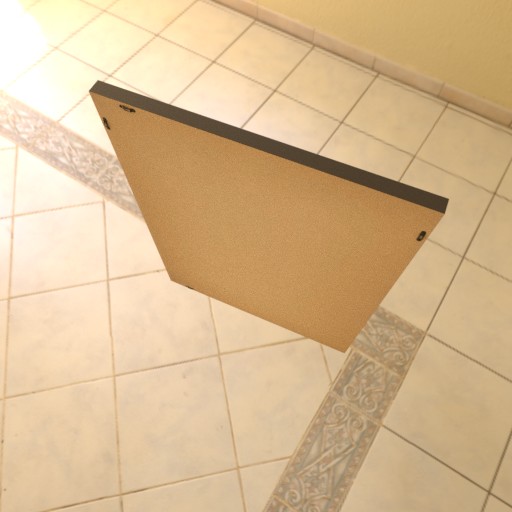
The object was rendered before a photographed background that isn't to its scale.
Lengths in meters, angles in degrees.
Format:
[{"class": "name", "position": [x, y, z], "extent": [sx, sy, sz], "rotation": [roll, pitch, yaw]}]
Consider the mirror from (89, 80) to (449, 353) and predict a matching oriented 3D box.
[{"class": "mirror", "position": [0.000, 0.000, 1.333], "extent": [0.762, 1.016, 0.041], "rotation": [21, 66, 10]}]
